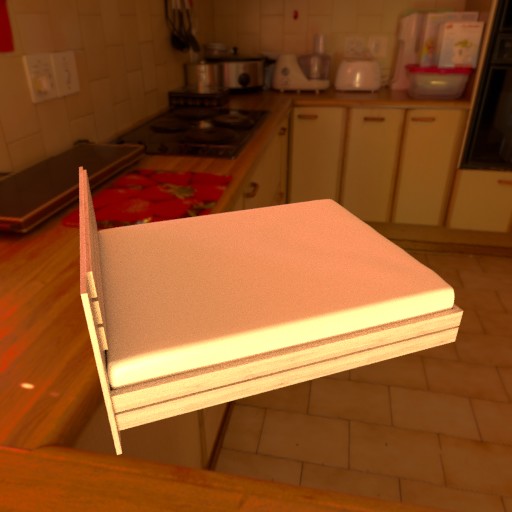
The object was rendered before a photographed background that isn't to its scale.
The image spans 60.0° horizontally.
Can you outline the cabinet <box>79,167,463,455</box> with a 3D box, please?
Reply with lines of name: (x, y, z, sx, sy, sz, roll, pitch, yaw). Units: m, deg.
cabinet: (0.000, 0.000, 2.995, 2.080, 0.970, 1.750, -10, 30, -17)
